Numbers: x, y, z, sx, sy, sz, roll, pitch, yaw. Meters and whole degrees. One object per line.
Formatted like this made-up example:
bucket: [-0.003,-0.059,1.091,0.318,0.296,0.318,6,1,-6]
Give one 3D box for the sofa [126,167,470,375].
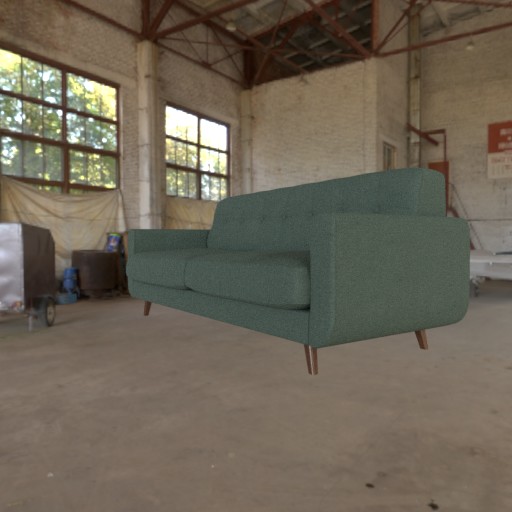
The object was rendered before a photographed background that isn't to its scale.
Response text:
sofa: [0.000,0.000,2.530,0.909,0.841,2.029,-1,2,-35]
